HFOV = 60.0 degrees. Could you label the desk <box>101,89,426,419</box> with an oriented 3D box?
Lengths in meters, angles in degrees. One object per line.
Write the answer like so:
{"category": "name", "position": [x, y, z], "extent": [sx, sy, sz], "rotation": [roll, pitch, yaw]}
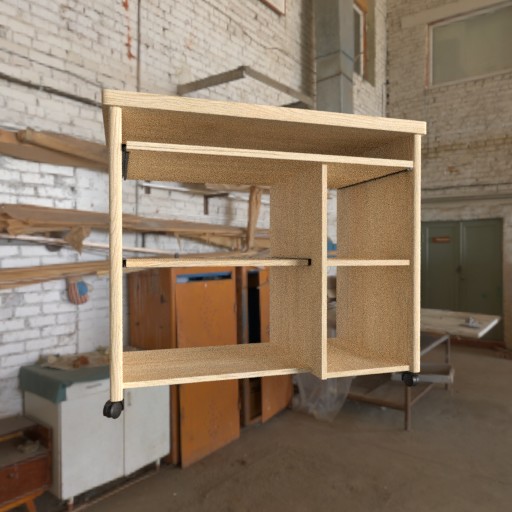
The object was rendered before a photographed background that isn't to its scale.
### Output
{"category": "desk", "position": [0.000, 0.000, 1.369], "extent": [0.885, 0.770, 0.480], "rotation": [0, 1, -17]}
